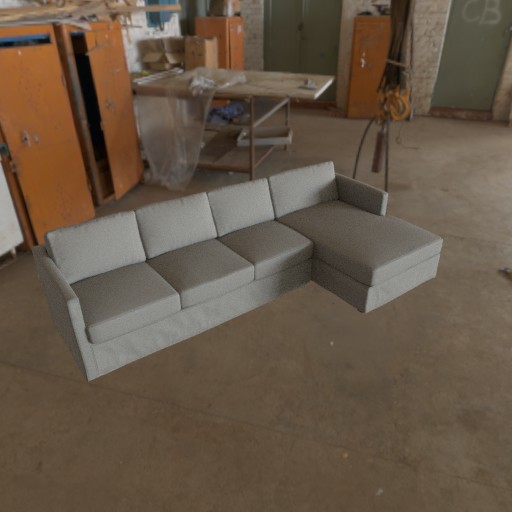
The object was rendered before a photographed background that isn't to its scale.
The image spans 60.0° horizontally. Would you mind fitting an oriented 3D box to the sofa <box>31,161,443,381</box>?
[{"bbox_3d":[0.000,0.000,3.828,3.177,0.867,1.622,-20,35,-31],"label":"sofa"}]
